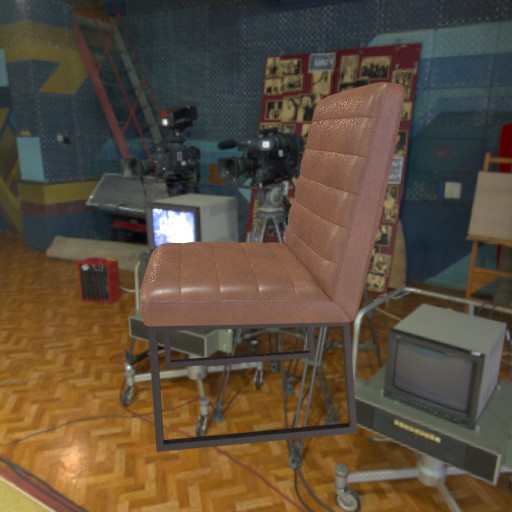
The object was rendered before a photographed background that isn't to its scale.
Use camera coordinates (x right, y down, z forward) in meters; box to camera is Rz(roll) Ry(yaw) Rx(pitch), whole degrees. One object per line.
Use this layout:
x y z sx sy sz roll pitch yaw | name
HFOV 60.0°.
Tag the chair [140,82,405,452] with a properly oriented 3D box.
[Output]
0.000 0.000 1.312 0.634 0.930 0.520 -2 15 -8 | chair
